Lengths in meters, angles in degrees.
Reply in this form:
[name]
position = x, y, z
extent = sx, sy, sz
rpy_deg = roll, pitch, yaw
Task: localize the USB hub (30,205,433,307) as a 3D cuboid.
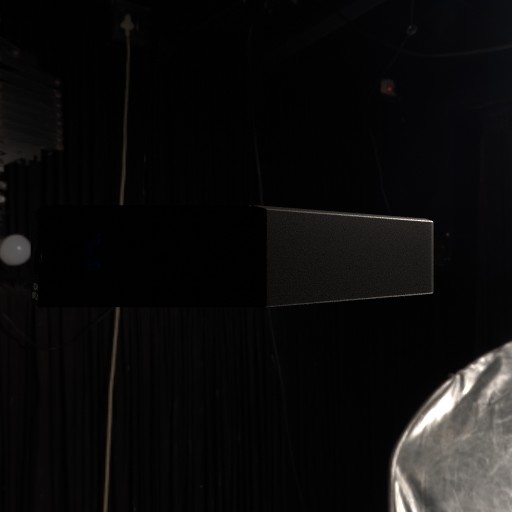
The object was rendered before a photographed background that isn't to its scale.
[USB hub]
position = 0.000, 0.000, 0.125
extent = 0.110, 0.023, 0.044
rpy_deg = 0, 0, -35
